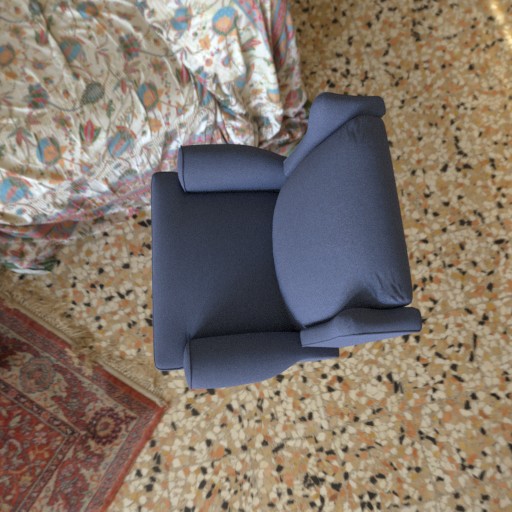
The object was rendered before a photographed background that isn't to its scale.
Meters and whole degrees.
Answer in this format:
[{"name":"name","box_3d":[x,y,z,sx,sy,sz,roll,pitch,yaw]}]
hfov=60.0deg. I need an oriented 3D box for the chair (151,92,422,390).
[{"name":"chair","box_3d":[0.000,0.000,1.741,0.877,1.020,0.971,-4,75,-1]}]
